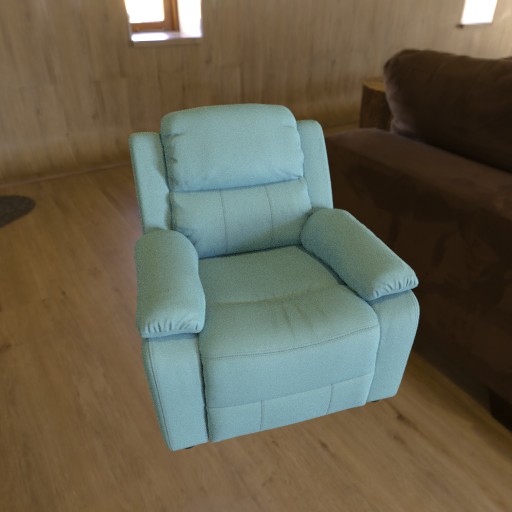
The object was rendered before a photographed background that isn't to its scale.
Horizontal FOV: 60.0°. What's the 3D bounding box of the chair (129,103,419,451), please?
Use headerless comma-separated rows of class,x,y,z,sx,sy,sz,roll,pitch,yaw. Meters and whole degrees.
chair,0.000,0.000,1.245,0.680,0.702,0.709,-9,32,-14
